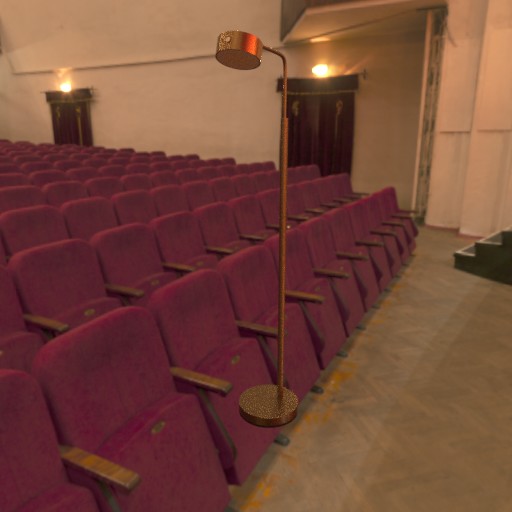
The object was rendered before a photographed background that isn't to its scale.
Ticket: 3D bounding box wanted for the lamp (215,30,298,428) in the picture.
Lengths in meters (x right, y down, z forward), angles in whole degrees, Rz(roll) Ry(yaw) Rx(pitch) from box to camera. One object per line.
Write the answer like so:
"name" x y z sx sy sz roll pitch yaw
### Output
"lamp" 0.000 0.000 1.410 0.219 1.230 0.418 8 17 27
